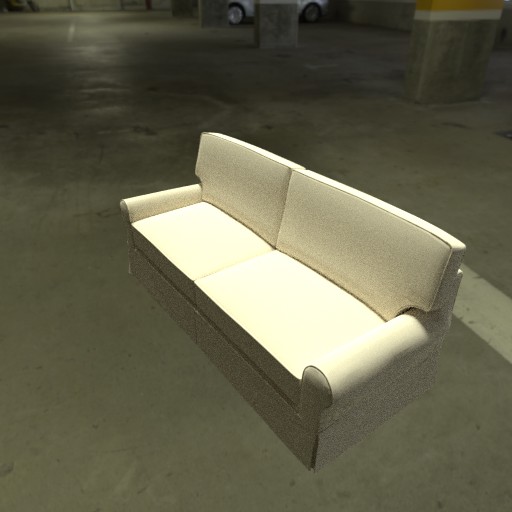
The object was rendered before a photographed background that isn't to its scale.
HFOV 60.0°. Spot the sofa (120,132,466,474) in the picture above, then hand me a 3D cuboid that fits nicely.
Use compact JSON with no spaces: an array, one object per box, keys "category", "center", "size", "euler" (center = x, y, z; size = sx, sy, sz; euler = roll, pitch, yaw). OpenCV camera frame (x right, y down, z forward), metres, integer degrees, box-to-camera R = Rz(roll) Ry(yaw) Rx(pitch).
[{"category":"sofa","center":[0.000,0.000,2.497],"size":[0.862,0.937,2.021],"euler":[-21,37,-30]}]
